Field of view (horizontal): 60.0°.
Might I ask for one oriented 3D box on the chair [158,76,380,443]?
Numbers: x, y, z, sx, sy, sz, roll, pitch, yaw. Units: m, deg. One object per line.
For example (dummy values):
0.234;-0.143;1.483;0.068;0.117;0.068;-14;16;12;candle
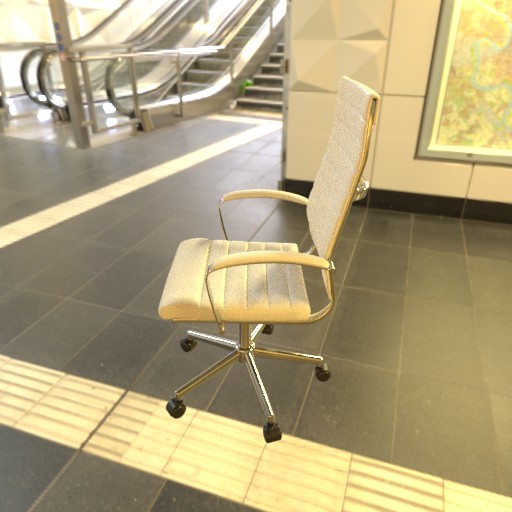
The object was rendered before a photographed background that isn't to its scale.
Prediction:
0.000;0.000;1.574;0.679;1.149;0.679;0;28;0;chair
